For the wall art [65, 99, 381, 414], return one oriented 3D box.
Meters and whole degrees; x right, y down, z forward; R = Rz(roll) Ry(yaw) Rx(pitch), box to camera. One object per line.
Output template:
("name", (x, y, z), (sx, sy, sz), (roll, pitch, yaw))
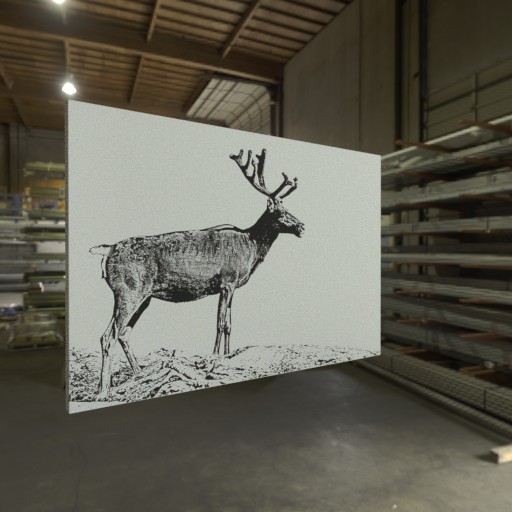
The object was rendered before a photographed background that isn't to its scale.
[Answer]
("wall art", (0.000, 0.000, 1.134), (0.906, 0.617, 0.033), (0, 1, -34))
